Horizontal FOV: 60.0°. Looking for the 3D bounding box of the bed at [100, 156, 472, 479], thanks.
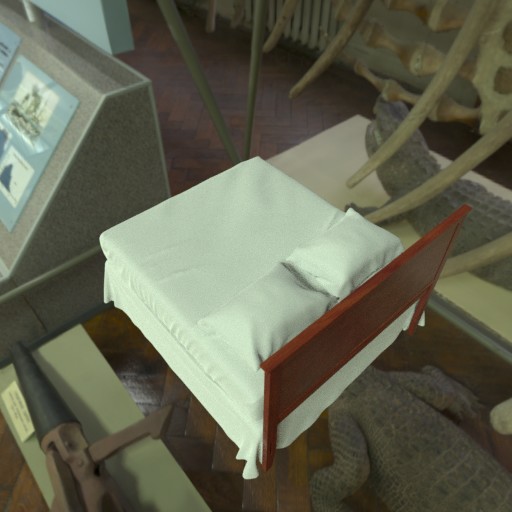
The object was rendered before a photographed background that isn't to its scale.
[{"bbox_3d":[0.000,0.000,3.237,1.870,1.270,2.050,-32,54,-27],"label":"bed"}]
